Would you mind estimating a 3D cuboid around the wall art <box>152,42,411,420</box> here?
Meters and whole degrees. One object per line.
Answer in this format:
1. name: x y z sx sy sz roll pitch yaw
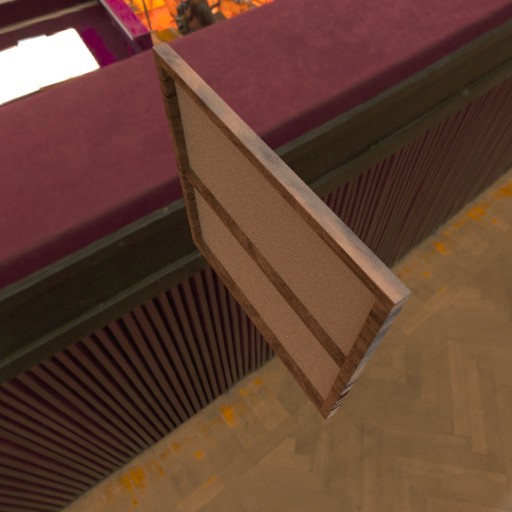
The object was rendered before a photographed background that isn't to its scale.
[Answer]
1. wall art: 0.000 0.000 1.111 0.035 0.747 0.747 -30 62 -18
